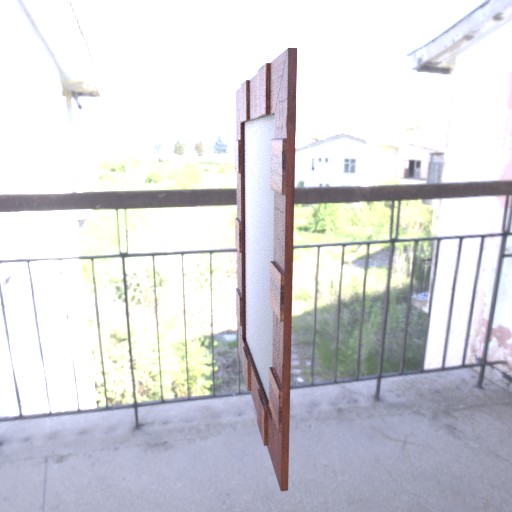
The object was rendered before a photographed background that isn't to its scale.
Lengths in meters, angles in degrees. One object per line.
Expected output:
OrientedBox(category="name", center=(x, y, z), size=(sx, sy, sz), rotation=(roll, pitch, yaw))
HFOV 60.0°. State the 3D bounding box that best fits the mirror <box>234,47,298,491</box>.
OrientedBox(category="mirror", center=(0.000, 0.000, 1.058), size=(0.021, 0.805, 0.600), rotation=(-3, 15, -10))
